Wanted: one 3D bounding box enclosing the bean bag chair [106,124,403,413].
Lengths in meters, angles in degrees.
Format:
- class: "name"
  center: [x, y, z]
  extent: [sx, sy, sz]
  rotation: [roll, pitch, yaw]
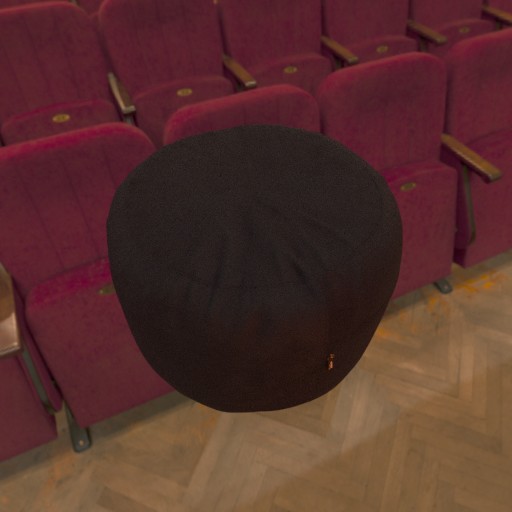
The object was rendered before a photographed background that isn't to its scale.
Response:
- class: "bean bag chair"
  center: [0.000, 0.000, 1.970]
  extent: [1.219, 0.762, 1.219]
  rotation: [0, 46, 0]
